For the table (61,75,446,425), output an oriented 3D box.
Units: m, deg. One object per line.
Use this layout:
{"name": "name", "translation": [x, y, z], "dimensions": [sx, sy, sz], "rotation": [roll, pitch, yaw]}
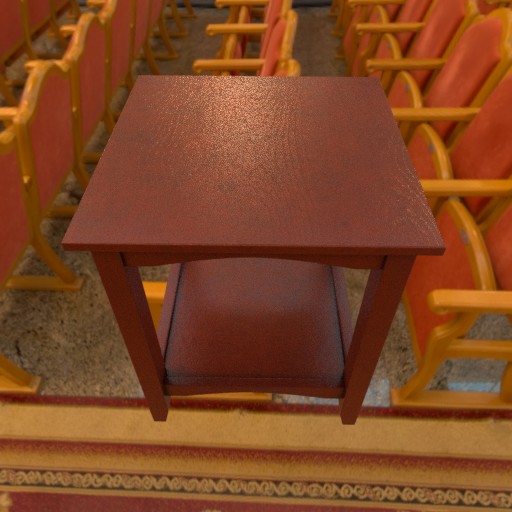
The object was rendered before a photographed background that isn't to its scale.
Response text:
{"name": "table", "translation": [0.000, 0.000, 0.948], "dimensions": [0.522, 0.558, 0.523], "rotation": [2, 46, 2]}
